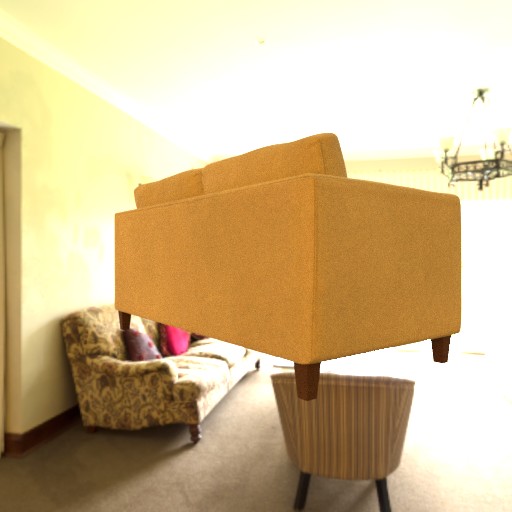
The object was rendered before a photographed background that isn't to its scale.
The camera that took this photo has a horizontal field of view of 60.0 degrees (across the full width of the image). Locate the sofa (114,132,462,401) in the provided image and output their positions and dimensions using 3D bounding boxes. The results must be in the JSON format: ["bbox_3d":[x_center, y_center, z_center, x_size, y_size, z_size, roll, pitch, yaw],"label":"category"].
[{"bbox_3d":[0.000,0.000,2.394,0.950,0.940,1.846,0,0,-37],"label":"sofa"}]
